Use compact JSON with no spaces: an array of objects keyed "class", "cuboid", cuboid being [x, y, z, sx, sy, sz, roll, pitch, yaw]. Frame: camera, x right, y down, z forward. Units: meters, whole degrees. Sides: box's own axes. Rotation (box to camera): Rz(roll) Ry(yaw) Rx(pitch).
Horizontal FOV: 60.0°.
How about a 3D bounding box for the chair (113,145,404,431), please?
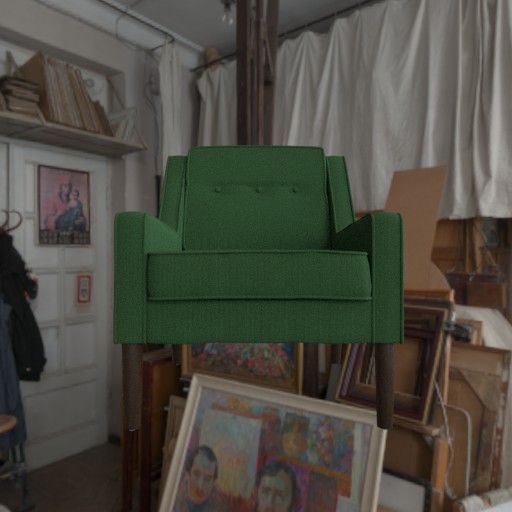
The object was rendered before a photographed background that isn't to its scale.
[{"class":"chair","cuboid":[0.000,0.000,1.327,0.663,0.792,0.743,0,0,0]}]
